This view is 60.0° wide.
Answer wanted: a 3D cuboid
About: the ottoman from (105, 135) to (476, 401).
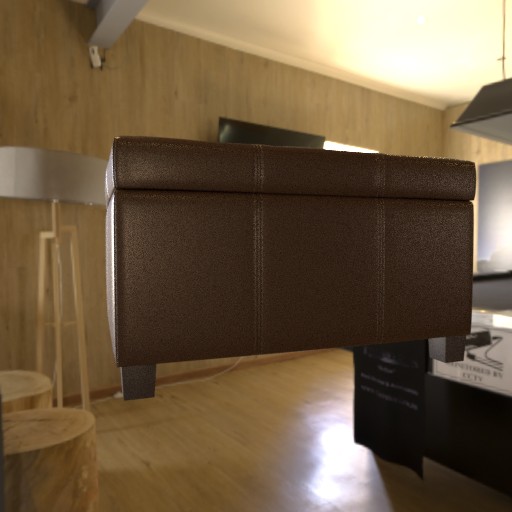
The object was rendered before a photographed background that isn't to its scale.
[{"bbox_3d":[0.000,0.000,1.229,0.788,0.460,0.787,-1,3,-19],"label":"ottoman"}]
